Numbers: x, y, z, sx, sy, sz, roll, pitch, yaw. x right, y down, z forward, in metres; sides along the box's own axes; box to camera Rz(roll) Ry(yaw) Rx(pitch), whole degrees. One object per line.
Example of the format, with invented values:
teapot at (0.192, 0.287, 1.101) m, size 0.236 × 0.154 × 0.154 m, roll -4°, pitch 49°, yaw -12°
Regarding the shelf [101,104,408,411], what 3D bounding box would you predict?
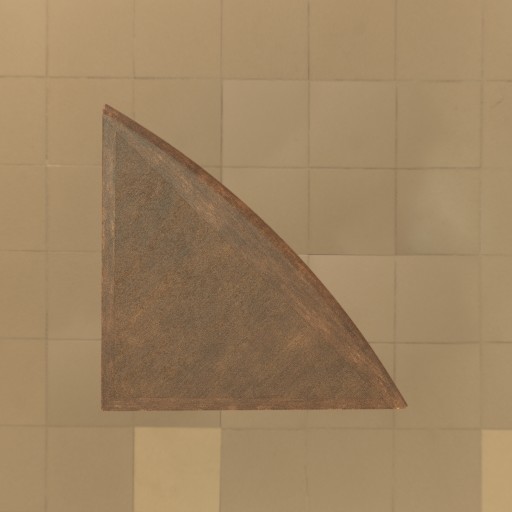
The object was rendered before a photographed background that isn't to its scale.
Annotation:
shelf at (0.000, 0.000, 0.467) m, size 0.310 × 0.050 × 0.310 m, roll 0°, pitch 90°, yaw 0°
